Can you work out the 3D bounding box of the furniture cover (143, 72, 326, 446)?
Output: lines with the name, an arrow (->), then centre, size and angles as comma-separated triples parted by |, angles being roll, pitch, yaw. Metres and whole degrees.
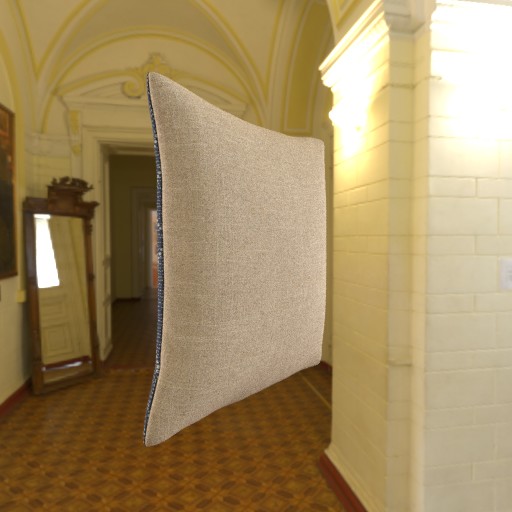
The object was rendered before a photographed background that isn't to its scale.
furniture cover -> 0.000, 0.000, 0.795 | 0.162, 0.503, 0.511 | 1, 2, 35
